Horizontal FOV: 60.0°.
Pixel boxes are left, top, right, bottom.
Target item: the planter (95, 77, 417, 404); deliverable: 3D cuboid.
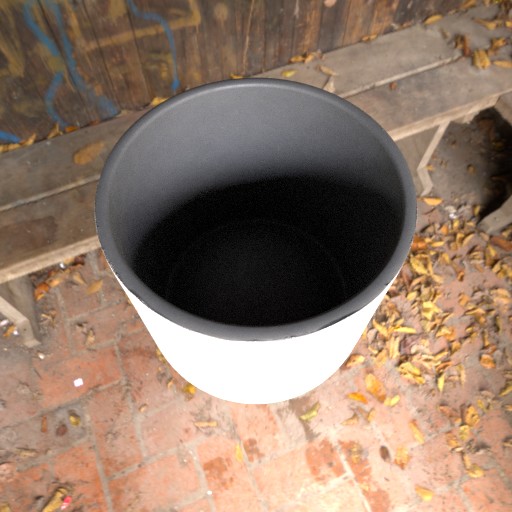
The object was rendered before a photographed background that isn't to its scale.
[{"bbox_3d":[0.000,0.000,0.387,0.221,0.201,0.221,0,62,0],"label":"planter"}]
